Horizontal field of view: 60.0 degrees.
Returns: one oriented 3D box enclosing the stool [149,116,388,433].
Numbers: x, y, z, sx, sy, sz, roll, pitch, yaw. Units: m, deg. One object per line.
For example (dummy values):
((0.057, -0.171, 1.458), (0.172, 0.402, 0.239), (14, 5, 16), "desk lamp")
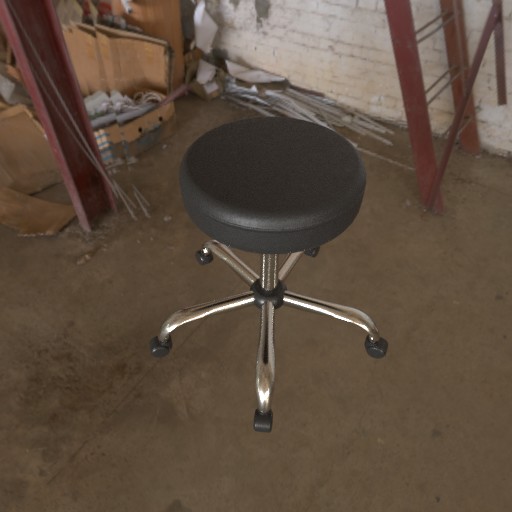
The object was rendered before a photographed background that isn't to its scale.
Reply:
((0.000, 0.000, 1.142), (0.638, 0.576, 0.673), (-14, 47, -14), "stool")
